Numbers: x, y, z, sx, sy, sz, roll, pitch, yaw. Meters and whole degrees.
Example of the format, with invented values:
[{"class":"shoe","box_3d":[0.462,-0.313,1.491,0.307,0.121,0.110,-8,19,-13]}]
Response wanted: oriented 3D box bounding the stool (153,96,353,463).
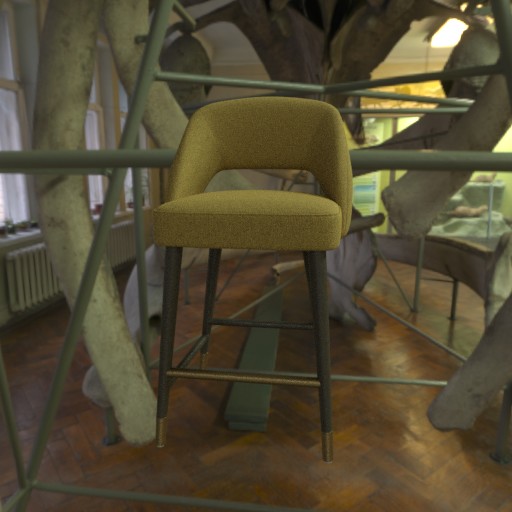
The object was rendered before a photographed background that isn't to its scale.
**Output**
[{"class":"stool","box_3d":[0.000,0.000,1.286,0.536,0.939,0.522,2,12,8]}]
